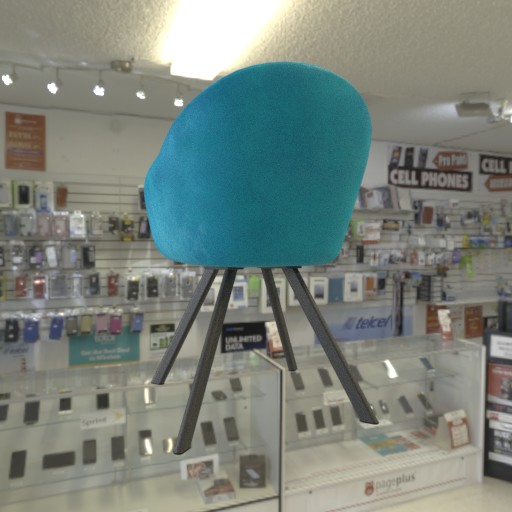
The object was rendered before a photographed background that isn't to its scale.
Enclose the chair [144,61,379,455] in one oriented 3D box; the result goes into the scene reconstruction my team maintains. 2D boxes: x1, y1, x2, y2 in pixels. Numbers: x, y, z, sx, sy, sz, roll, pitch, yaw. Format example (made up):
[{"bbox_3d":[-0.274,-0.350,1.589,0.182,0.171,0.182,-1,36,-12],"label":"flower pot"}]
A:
[{"bbox_3d":[0.000,0.000,1.162,0.550,0.795,0.590,-1,2,-19],"label":"chair"}]
